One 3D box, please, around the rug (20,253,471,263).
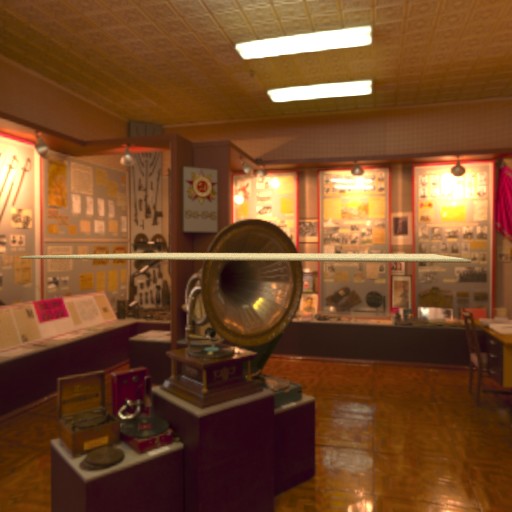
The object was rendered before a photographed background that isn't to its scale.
[{"bbox_3d":[0.000,0.000,3.429,2.746,0.018,1.819,0,1,17],"label":"rug"}]
